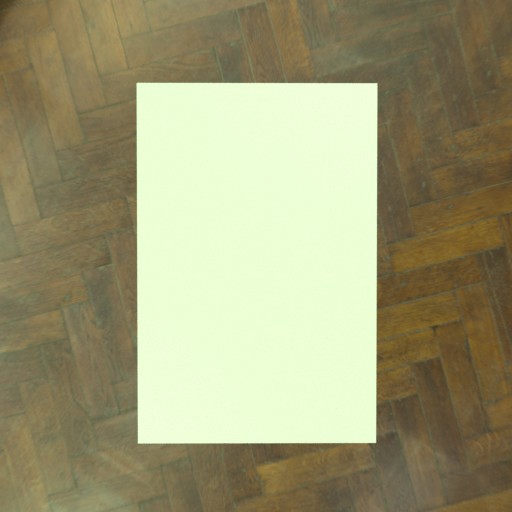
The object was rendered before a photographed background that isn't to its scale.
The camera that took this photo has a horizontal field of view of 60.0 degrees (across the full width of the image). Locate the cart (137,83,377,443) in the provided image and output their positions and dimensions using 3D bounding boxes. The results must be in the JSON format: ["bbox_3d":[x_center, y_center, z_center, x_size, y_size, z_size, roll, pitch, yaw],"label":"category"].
[{"bbox_3d":[0.000,0.000,1.249,0.442,0.864,0.683,0,91,0],"label":"cart"}]
